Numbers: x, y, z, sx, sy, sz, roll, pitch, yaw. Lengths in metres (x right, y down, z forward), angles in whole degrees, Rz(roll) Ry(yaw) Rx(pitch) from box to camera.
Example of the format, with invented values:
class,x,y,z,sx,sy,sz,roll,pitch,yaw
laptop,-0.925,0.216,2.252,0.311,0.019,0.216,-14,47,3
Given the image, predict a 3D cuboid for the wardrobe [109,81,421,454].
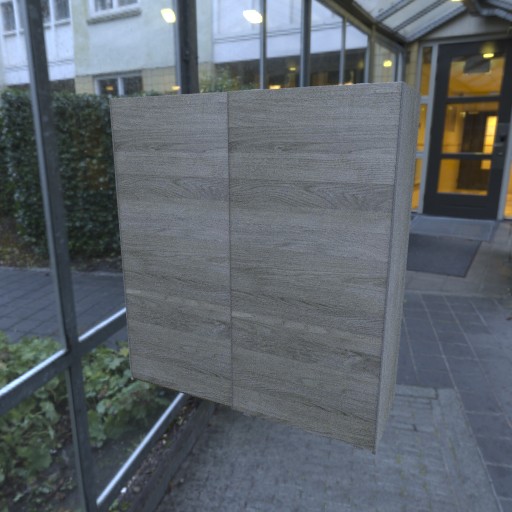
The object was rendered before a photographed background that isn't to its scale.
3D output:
class,x,y,z,sx,sy,sz,roll,pitch,yaw
wardrobe,0.000,0.000,2.866,1.780,1.960,0.629,7,16,26
